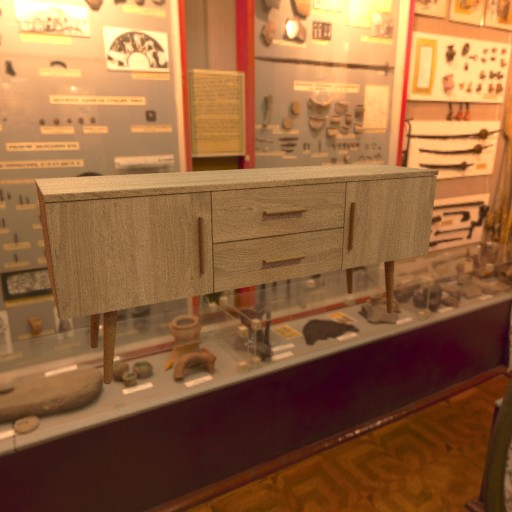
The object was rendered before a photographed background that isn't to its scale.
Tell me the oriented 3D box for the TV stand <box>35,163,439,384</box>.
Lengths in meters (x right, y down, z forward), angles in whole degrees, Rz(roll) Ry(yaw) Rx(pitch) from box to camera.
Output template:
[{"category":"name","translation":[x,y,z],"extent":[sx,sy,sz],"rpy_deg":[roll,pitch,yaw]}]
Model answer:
[{"category":"TV stand","translation":[0.000,0.000,1.554],"extent":[1.313,0.565,0.401],"rpy_deg":[-8,18,-27]}]
